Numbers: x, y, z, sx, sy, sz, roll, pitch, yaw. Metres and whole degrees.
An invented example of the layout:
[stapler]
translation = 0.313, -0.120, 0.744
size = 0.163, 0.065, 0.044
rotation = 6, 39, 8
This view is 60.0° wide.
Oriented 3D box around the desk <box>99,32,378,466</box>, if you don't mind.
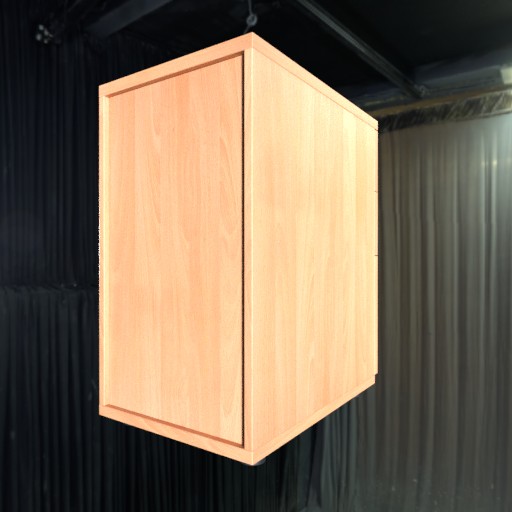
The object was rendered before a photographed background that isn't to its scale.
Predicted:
[desk]
translation = 0.000, 0.000, 1.082
size = 0.404, 0.730, 0.600
rotation = 0, 0, 35
